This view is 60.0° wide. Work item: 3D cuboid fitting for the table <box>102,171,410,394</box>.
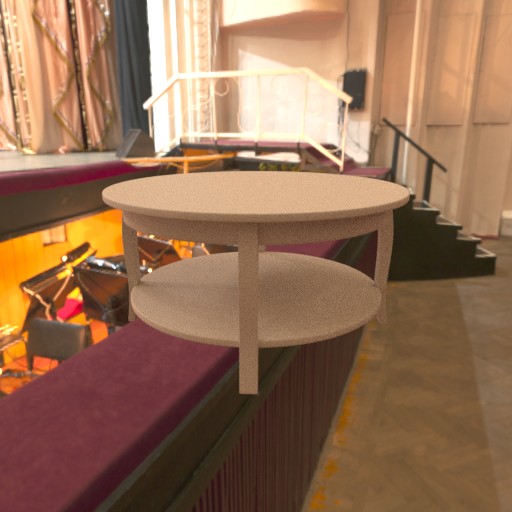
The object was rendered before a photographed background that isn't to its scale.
[{"bbox_3d":[0.000,0.000,1.446,0.910,0.457,0.910,0,16,0],"label":"table"}]
